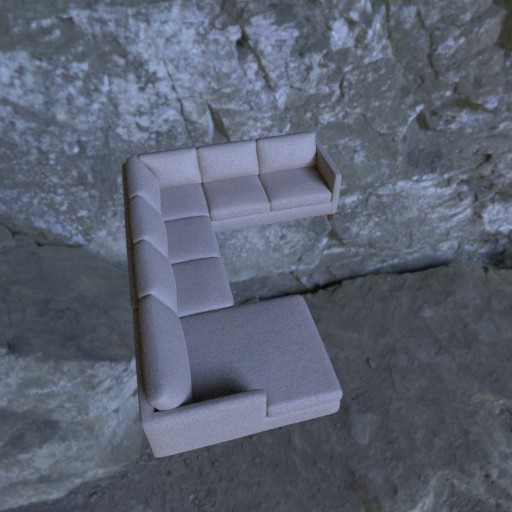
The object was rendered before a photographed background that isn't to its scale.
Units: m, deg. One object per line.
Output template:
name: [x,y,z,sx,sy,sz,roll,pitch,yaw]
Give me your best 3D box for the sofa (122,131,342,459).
sofa: [0.000,0.000,4.623,2.551,0.889,3.403,-10,46,-10]
